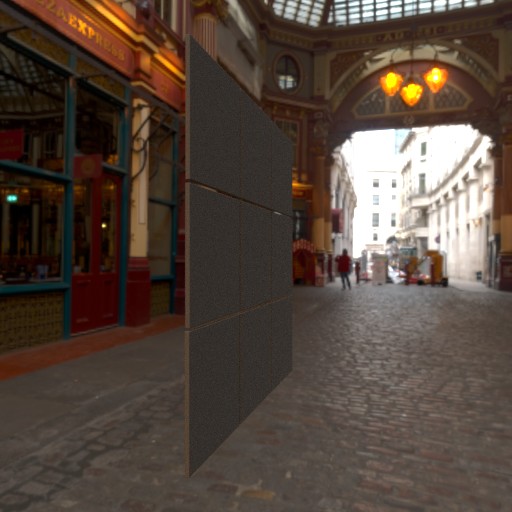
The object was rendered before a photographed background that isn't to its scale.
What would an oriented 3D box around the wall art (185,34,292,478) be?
[{"bbox_3d":[0.000,0.000,2.243,0.017,1.521,1.527,0,0,18],"label":"wall art"}]
